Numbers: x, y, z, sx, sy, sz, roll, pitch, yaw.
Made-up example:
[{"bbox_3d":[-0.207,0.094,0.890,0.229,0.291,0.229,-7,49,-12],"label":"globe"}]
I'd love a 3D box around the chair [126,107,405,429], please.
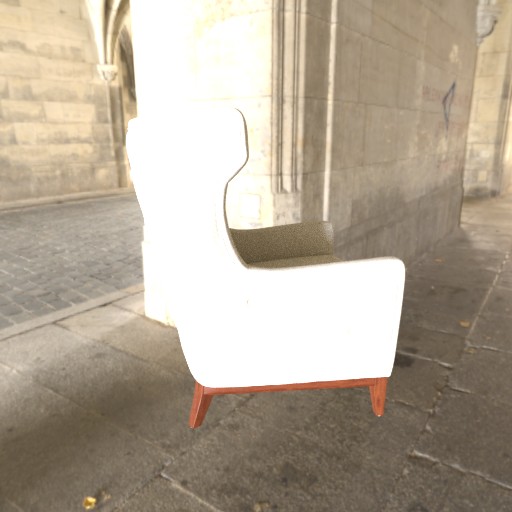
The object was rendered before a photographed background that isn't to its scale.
[{"bbox_3d":[0.000,0.000,1.745,0.899,1.079,0.778,-3,16,-10],"label":"chair"}]
